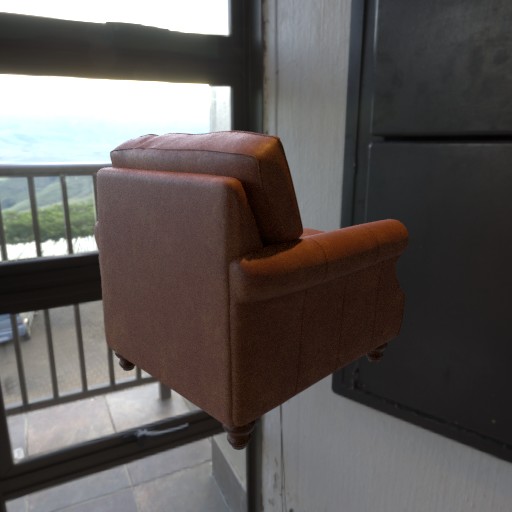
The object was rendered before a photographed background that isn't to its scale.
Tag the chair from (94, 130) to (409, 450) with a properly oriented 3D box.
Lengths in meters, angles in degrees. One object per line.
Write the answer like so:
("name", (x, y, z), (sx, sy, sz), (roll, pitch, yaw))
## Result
("chair", (0.000, 0.000, 1.798), (0.986, 0.962, 0.983), (-14, 20, -43))
